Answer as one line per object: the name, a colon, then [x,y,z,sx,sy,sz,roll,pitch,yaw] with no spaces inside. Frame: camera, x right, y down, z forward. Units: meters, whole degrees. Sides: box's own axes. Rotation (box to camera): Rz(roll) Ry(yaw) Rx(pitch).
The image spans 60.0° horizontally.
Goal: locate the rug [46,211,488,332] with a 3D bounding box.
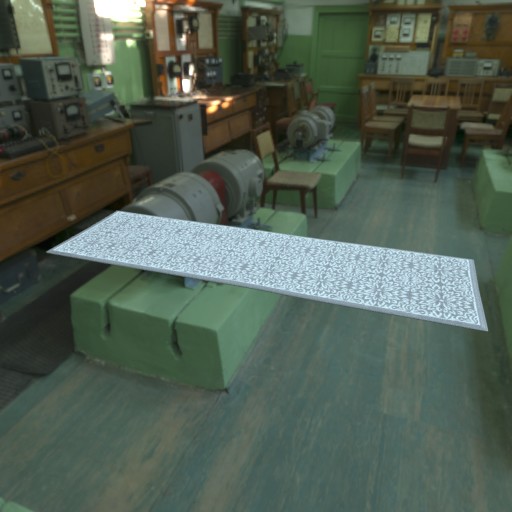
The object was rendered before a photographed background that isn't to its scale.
rug: [0.000,0.000,2.374,2.196,0.011,0.662,9,28,17]
